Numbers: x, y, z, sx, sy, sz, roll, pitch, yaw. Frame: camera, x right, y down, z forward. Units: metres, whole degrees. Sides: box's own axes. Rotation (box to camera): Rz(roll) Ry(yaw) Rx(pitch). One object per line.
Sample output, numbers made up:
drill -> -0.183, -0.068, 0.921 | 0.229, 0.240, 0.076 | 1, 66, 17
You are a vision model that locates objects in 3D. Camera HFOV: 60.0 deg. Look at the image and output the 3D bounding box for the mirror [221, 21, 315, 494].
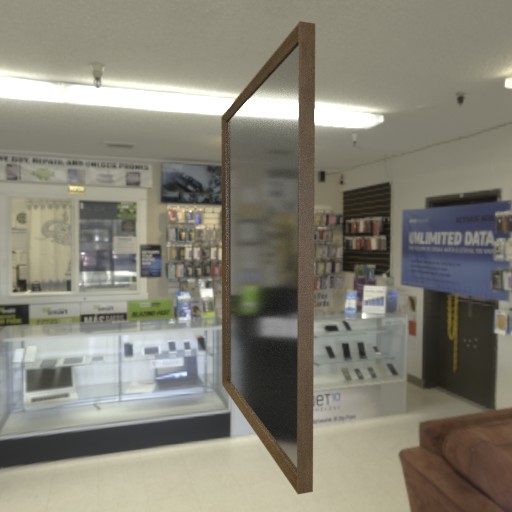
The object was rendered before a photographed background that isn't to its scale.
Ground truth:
mirror -> 0.000, 0.000, 1.320 | 0.041, 1.016, 0.762 | -1, 2, -17
